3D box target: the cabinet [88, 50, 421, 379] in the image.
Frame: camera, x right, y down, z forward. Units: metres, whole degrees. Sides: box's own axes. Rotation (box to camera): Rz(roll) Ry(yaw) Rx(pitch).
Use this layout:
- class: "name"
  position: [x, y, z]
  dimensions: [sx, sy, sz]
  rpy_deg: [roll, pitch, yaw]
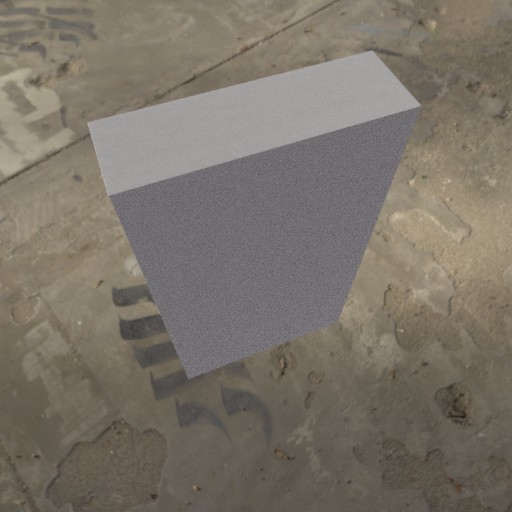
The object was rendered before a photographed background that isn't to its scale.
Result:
- class: "cabinet"
  position: [0.000, 0.000, 1.587]
  dimensions: [0.750, 1.280, 0.250]
  rpy_deg: [-19, 60, -11]
